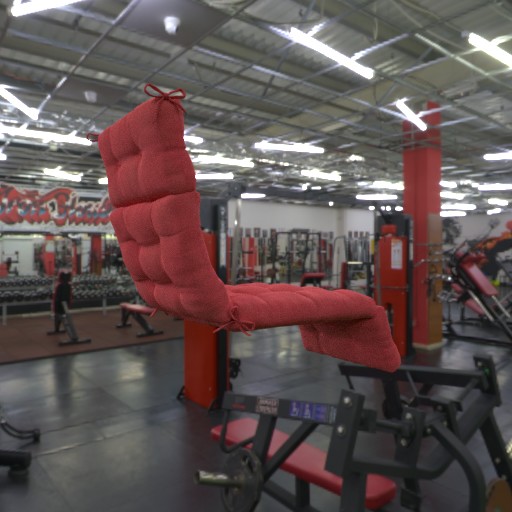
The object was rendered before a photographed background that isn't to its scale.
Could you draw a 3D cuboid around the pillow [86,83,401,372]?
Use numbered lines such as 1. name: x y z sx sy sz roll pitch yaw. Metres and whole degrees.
1. pillow: 0.000 0.000 1.551 1.016 0.863 0.526 0 1 -36
